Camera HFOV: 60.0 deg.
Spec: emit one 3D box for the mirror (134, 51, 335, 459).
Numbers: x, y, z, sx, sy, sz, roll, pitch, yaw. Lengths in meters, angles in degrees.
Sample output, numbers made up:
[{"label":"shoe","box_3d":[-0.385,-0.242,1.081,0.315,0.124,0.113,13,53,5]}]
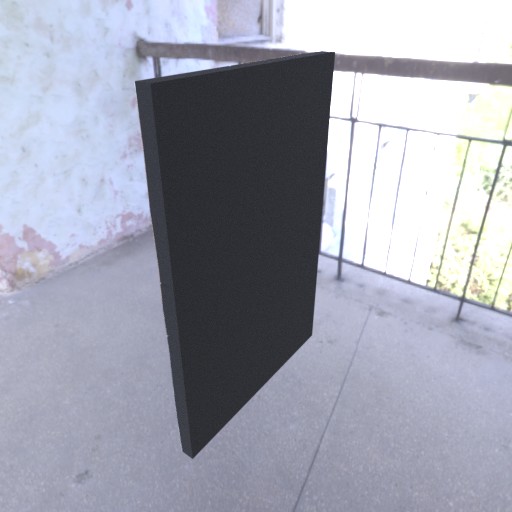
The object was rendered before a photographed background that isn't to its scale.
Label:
[{"label":"mirror","box_3d":[0.000,0.000,1.135,0.044,0.912,0.606,20,36,31]}]
